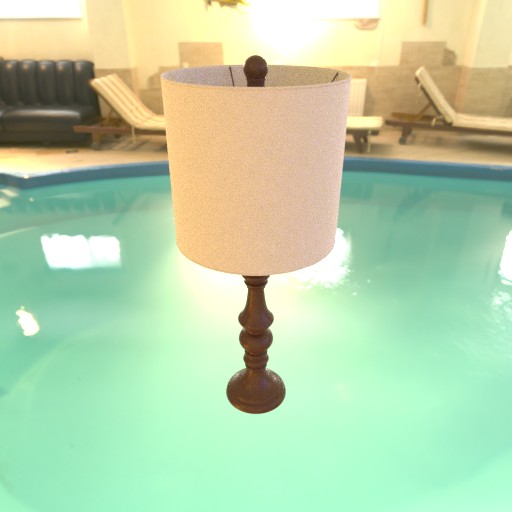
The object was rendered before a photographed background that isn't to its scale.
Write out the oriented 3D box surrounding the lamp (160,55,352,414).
[{"bbox_3d":[0.000,0.000,0.721,0.250,0.597,0.250,-10,30,-17],"label":"lamp"}]
